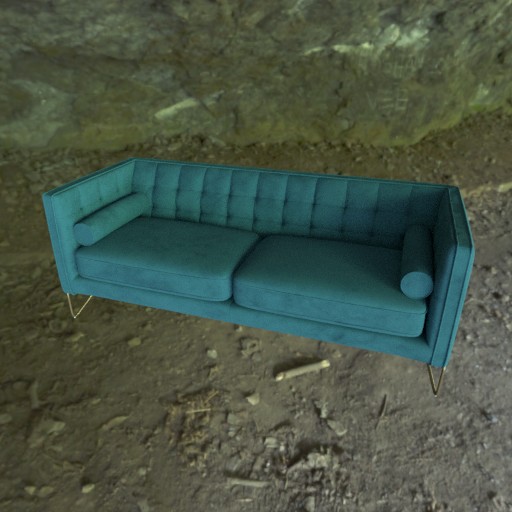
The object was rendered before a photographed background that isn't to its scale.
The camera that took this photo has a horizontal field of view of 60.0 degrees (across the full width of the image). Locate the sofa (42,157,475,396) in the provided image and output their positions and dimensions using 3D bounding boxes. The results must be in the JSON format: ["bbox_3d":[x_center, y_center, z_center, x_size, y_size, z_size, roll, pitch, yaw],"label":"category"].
[{"bbox_3d":[0.000,0.000,2.506,2.087,0.789,0.867,8,27,17],"label":"sofa"}]
